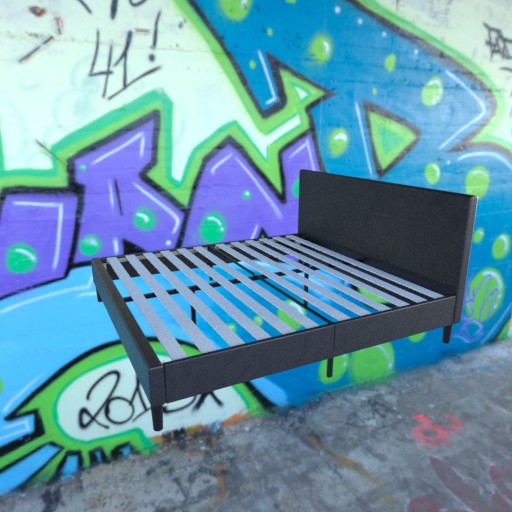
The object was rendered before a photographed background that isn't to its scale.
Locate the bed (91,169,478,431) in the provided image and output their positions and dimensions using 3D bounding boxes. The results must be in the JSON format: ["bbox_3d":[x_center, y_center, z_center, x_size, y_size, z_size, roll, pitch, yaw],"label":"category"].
[{"bbox_3d":[0.000,0.000,3.359,2.152,1.046,2.018,-8,18,-26],"label":"bed"}]
